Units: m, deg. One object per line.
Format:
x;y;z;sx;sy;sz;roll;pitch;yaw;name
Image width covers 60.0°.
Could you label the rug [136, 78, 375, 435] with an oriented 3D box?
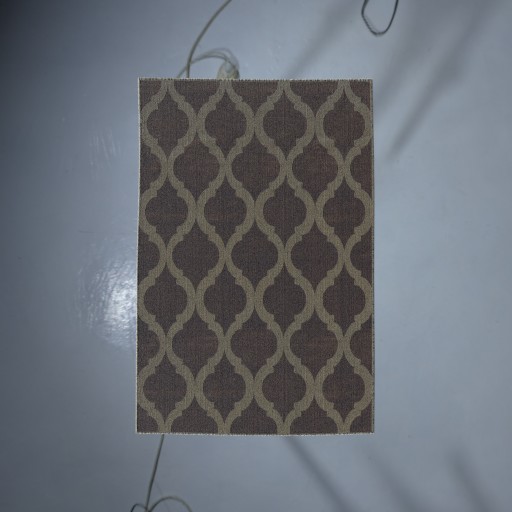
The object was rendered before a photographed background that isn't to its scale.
0.000;0.000;2.836;1.522;0.008;2.284;0;89;-1;rug
